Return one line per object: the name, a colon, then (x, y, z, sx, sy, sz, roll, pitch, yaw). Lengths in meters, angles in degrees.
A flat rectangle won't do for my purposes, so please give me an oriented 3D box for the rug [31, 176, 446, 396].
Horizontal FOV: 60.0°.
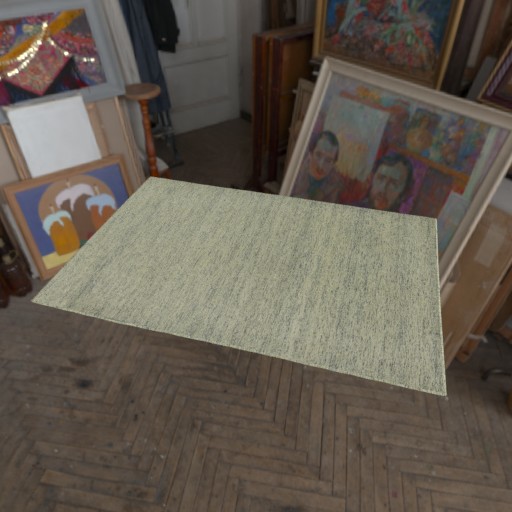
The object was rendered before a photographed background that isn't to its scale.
rug: (0.000, 0.000, 2.330, 1.846, 0.014, 1.243, 10, 40, 12)
